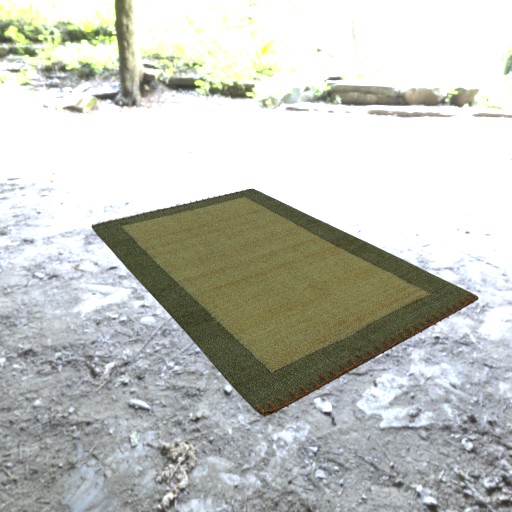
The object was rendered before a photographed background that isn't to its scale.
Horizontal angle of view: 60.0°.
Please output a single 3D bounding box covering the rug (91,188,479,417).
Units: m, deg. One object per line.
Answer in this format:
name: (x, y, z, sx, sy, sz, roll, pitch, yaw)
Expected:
rug: (0.000, 0.000, 2.354, 1.220, 0.019, 1.838, -18, 33, -30)
